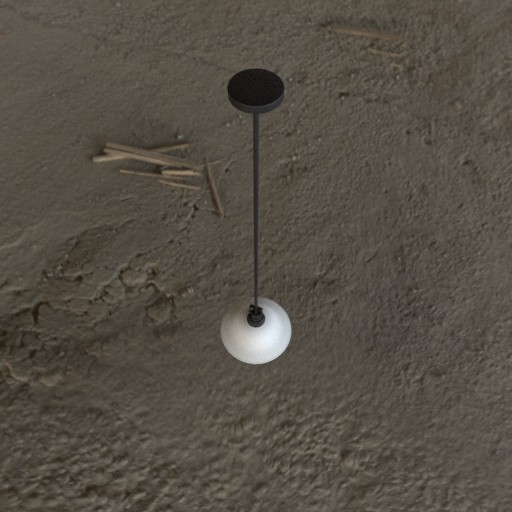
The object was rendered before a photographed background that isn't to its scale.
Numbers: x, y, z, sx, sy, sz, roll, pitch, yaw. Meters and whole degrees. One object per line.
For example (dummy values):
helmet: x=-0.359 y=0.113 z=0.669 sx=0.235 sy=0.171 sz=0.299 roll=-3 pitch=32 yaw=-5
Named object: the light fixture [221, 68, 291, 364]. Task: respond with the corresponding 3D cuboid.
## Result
light fixture: x=0.000 y=0.000 z=1.458 sx=0.324 sy=1.337 sz=0.324 roll=18 pitch=61 yaw=10
